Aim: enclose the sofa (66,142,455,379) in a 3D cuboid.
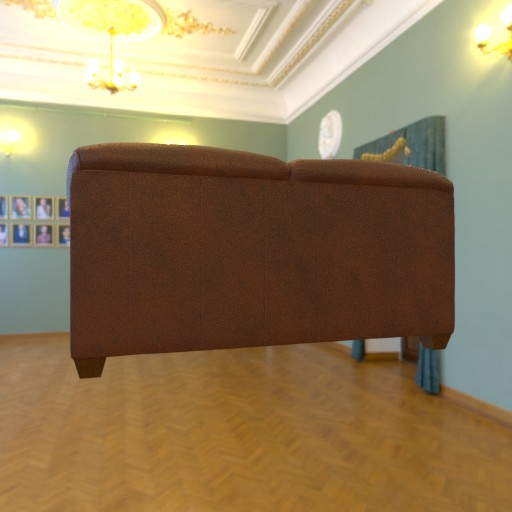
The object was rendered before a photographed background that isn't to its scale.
[{"bbox_3d":[0.000,0.000,2.439,1.856,0.966,1.000,0,0,-18],"label":"sofa"}]
